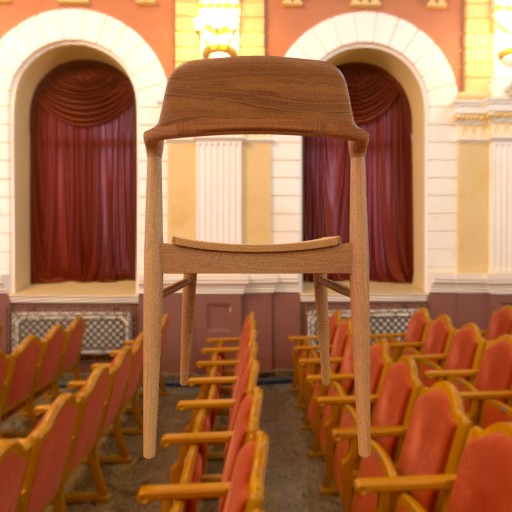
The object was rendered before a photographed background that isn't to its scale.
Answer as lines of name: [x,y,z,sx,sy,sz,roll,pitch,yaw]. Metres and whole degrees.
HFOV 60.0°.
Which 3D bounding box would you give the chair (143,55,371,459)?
chair: [0.000,0.000,1.114,0.512,0.792,0.499,0,0,-1]
